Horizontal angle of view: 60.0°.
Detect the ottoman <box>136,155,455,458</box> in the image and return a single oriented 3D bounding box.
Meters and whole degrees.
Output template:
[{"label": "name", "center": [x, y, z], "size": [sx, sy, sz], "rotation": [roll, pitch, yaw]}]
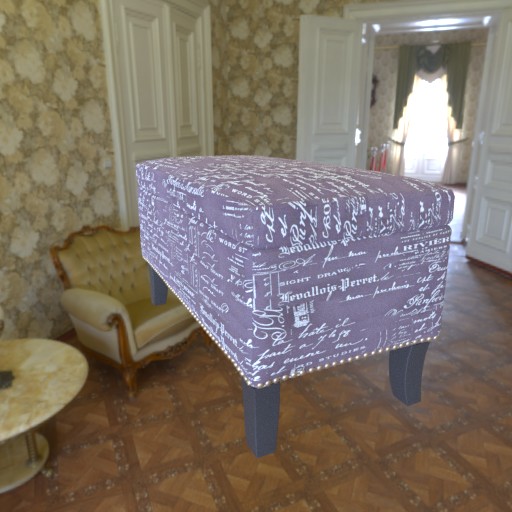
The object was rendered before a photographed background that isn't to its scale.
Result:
[{"label": "ottoman", "center": [0.000, 0.000, 1.081], "size": [0.406, 0.457, 0.813], "rotation": [-8, 18, -25]}]
